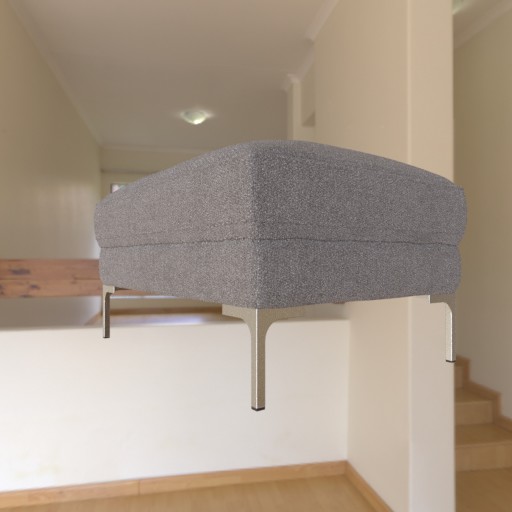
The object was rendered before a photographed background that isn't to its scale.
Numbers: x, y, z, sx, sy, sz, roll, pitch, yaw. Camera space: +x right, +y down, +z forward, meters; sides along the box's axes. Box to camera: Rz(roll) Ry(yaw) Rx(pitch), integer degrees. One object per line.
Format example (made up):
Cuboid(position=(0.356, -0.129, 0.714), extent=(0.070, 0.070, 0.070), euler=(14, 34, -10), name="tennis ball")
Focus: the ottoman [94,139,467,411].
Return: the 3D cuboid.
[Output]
Cuboid(position=(0.000, 0.000, 1.115), extent=(0.583, 0.464, 0.785), euler=(0, 0, -36), name="ottoman")
